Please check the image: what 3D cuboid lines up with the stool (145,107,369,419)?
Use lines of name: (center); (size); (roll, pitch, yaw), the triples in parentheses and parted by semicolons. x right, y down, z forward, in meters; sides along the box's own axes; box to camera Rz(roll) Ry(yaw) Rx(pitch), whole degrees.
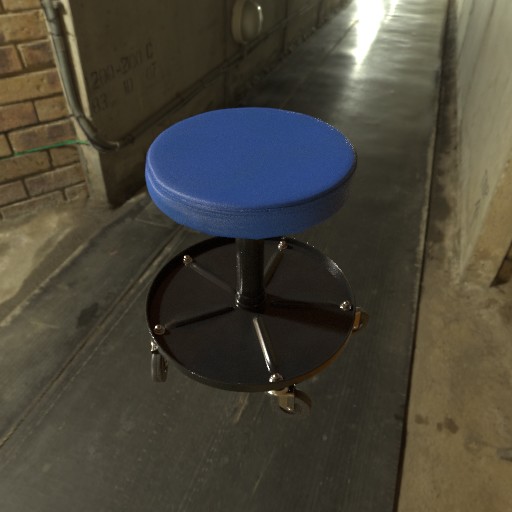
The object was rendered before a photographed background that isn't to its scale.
stool: (0.000, 0.000, 0.684); (0.382, 0.365, 0.381); (-12, 42, -14)
